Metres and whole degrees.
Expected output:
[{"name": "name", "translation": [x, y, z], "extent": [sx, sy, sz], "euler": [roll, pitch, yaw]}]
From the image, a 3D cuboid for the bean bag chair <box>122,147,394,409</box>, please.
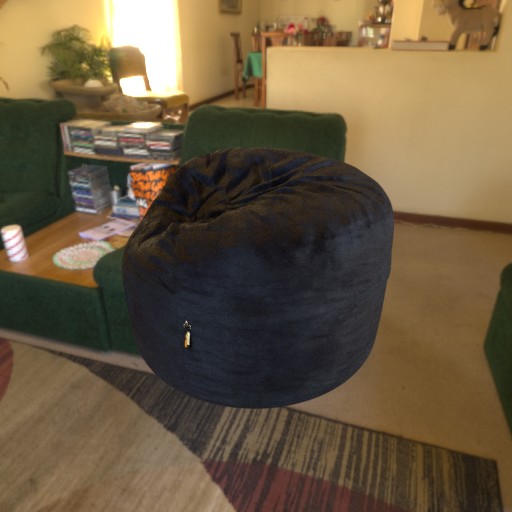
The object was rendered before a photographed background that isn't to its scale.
[{"name": "bean bag chair", "translation": [0.000, 0.000, 1.565], "extent": [0.918, 0.616, 0.918], "euler": [0, 28, 0]}]
